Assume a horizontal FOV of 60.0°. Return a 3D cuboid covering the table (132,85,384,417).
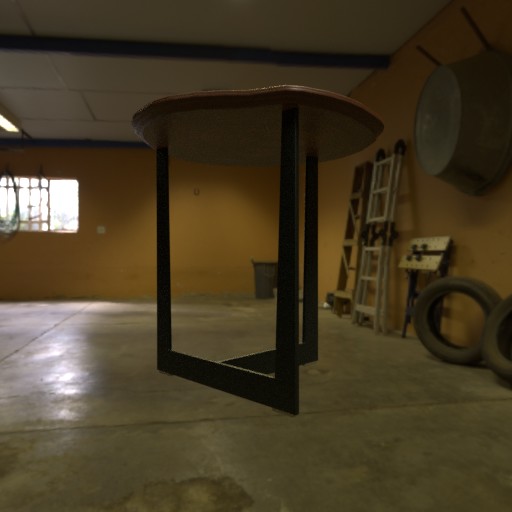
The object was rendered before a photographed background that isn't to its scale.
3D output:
[{"bbox_3d":[0.000,0.000,0.866,0.477,0.476,0.494,0,0,34],"label":"table"}]
